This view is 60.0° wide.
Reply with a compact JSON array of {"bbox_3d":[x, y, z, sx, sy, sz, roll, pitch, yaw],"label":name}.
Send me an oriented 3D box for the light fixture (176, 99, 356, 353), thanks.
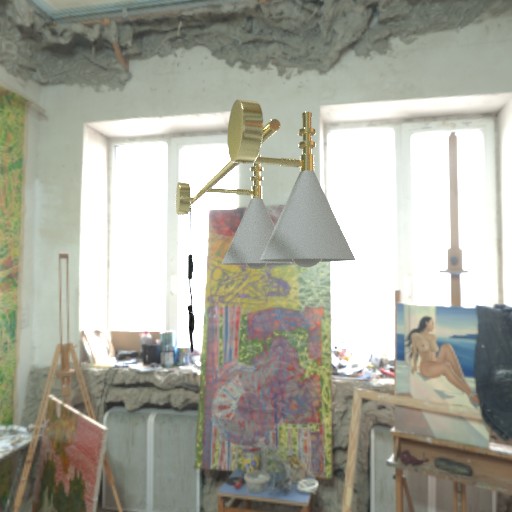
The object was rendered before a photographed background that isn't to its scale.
[{"bbox_3d":[0.000,0.000,0.867,0.239,0.468,0.642,1,-3,-18],"label":"light fixture"}]
